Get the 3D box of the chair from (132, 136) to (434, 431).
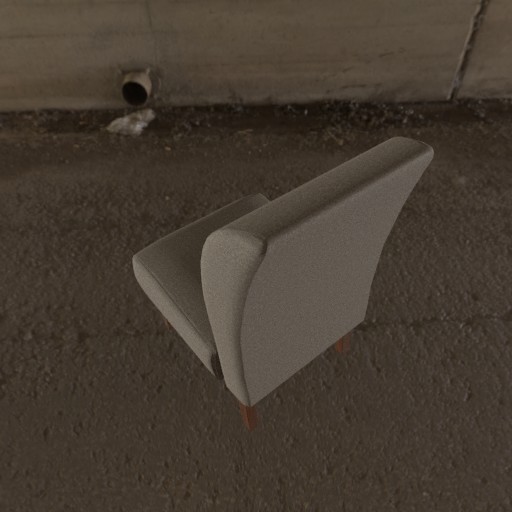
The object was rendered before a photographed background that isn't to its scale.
[{"bbox_3d":[0.000,0.000,1.210,0.513,0.804,0.592,-32,54,-26],"label":"chair"}]
